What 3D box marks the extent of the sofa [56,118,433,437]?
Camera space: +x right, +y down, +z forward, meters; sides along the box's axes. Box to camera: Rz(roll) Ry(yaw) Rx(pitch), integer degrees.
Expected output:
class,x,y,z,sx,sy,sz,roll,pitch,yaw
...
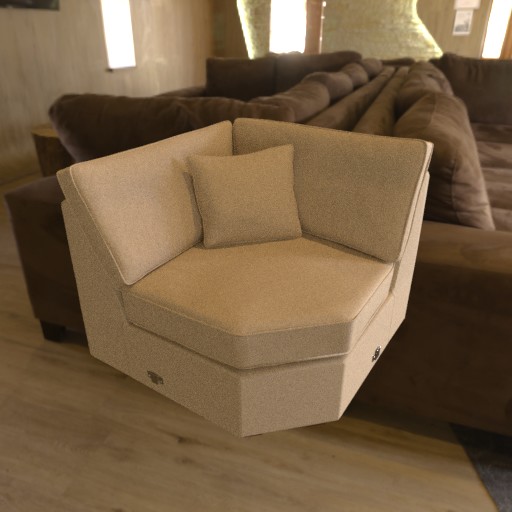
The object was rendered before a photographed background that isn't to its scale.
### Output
class,x,y,z,sx,sy,sz,roll,pitch,yaw
sofa,0.000,0.000,1.803,1.042,0.937,1.050,17,31,31
